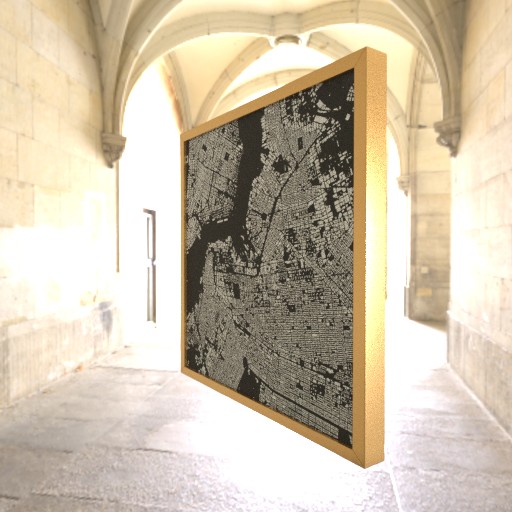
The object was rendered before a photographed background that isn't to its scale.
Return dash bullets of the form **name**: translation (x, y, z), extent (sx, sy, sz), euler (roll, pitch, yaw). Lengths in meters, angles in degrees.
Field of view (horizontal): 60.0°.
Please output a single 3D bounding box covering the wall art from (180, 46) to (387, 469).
- **wall art**: translation (0.000, 0.000, 0.450), extent (0.023, 0.305, 0.305), euler (-1, 1, -35)
